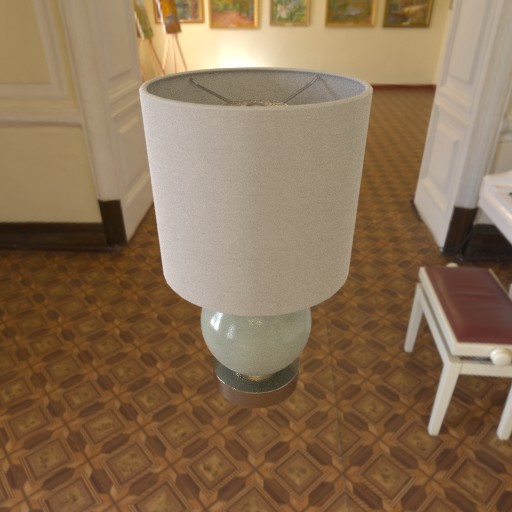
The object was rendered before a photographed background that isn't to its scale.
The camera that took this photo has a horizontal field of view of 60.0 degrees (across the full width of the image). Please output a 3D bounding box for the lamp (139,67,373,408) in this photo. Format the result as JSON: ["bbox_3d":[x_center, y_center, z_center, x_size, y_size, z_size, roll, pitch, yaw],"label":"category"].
[{"bbox_3d":[0.000,0.000,0.478,0.201,0.353,0.201,9,32,14],"label":"lamp"}]
